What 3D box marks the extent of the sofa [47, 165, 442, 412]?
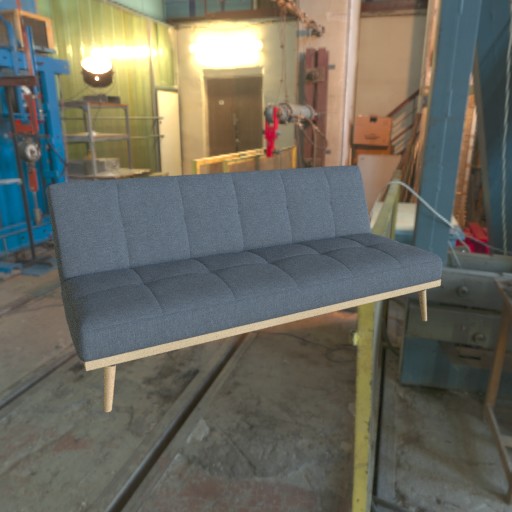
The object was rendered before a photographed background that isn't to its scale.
[{"bbox_3d":[0.000,0.000,2.234,1.820,0.770,0.820,-9,19,-27],"label":"sofa"}]
